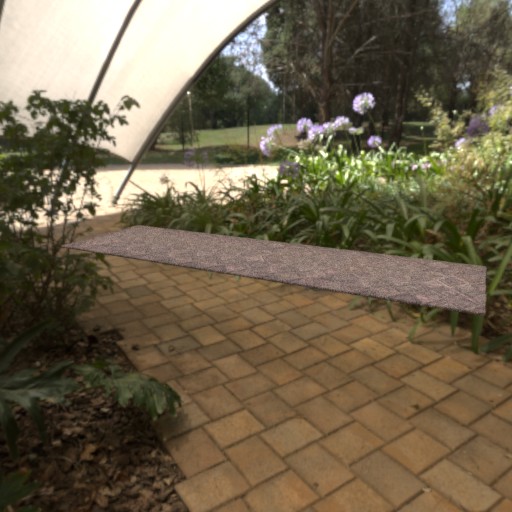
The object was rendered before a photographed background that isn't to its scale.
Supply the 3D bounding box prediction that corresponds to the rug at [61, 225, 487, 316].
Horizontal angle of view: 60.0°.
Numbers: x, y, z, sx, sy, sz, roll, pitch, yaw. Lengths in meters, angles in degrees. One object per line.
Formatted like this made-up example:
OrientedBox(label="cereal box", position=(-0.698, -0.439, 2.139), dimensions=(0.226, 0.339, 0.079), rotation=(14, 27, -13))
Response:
OrientedBox(label="rug", position=(0.000, 0.000, 2.467), dimensions=(2.296, 0.011, 0.691), rotation=(8, 17, 26))
